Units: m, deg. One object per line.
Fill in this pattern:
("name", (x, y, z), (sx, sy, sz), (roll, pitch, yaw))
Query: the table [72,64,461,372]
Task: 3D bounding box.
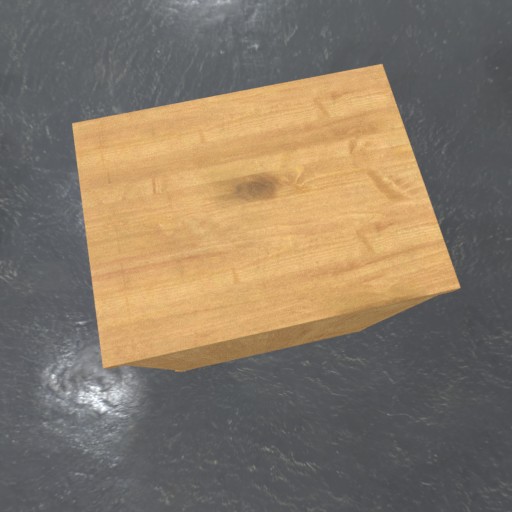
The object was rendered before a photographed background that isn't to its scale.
("table", (0.000, 0.000, 1.251), (0.660, 0.813, 0.500), (-12, 75, -3))
